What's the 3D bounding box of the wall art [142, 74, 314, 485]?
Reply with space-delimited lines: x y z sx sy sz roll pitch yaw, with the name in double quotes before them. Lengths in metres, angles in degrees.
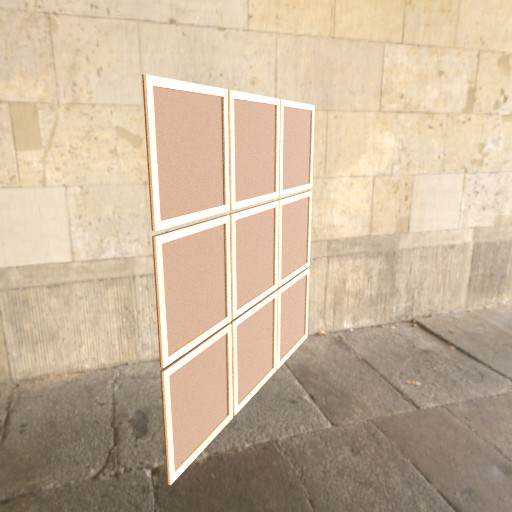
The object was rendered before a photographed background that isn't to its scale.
"wall art" 0.000 0.000 1.776 0.013 1.218 1.216 8 17 26
